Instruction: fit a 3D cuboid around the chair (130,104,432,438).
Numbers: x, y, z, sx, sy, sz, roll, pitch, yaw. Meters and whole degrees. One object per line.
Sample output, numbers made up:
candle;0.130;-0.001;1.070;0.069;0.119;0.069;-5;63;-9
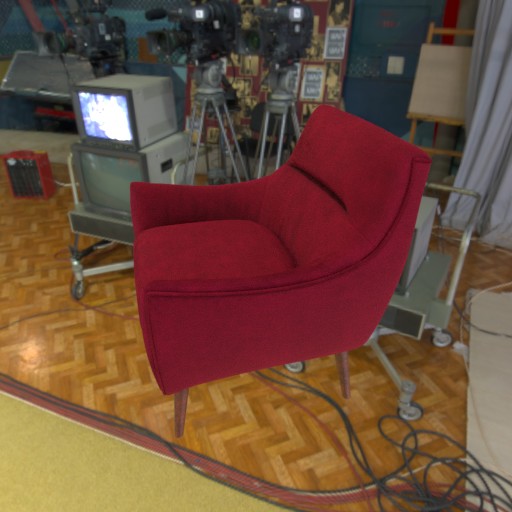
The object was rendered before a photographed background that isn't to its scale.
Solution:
chair;0.000;0.000;1.467;0.787;0.838;0.762;-8;31;-14
